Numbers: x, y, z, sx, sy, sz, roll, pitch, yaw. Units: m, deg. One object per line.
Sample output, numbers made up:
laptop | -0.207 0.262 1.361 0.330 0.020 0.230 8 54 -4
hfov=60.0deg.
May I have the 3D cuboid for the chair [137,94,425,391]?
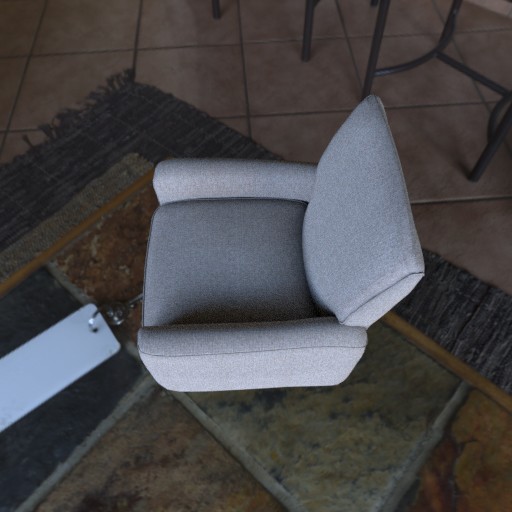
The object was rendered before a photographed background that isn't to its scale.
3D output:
chair | 0.000 0.000 1.685 0.864 1.014 0.848 -2 60 -1
